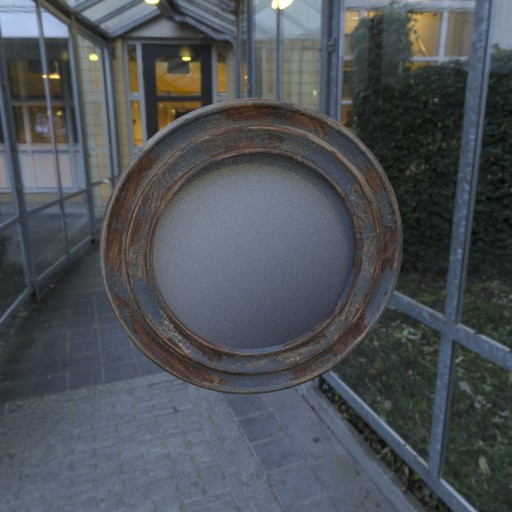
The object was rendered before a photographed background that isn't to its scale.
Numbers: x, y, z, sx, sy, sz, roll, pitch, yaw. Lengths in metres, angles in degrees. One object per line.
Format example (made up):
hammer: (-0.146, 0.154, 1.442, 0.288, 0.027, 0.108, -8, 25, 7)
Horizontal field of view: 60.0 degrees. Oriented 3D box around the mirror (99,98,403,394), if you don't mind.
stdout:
mirror: (0.000, 0.000, 0.871, 0.585, 0.585, 0.061, -2, 15, -7)
